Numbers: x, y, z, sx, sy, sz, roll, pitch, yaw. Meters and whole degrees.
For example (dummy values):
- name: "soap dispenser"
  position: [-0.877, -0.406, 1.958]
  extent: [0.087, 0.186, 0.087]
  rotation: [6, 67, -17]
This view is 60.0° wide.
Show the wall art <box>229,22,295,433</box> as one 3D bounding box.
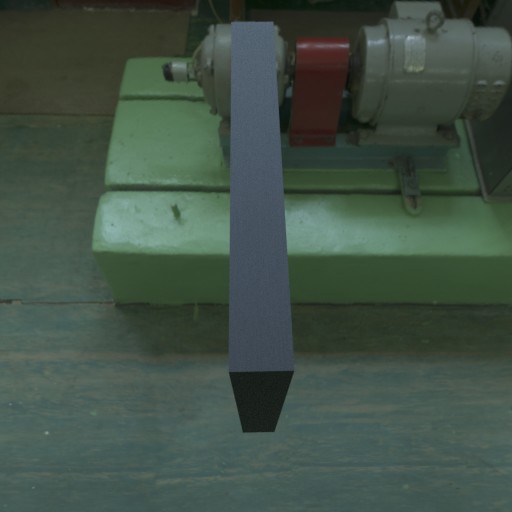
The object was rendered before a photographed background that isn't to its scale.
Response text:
- name: "wall art"
  position: [0.000, 0.000, 0.448]
  extent: [0.036, 0.300, 0.302]
  rotation: [-1, 62, -1]
